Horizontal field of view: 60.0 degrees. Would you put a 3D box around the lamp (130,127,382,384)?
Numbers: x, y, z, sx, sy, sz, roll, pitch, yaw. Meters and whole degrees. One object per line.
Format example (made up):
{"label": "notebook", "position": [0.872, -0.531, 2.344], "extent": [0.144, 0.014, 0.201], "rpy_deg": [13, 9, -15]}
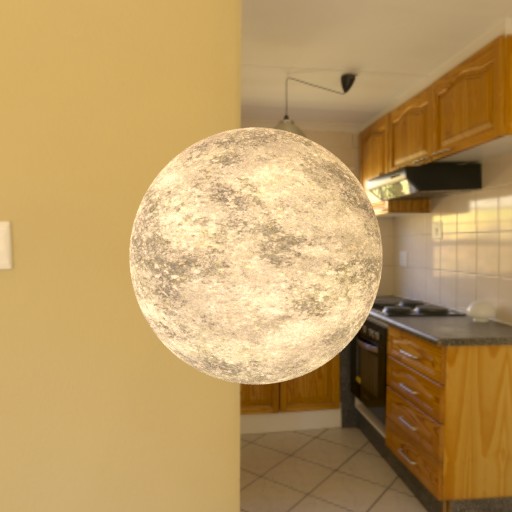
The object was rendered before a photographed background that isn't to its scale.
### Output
{"label": "lamp", "position": [0.000, 0.000, 0.768], "extent": [0.422, 0.429, 0.422], "rpy_deg": [0, 2, 0]}
